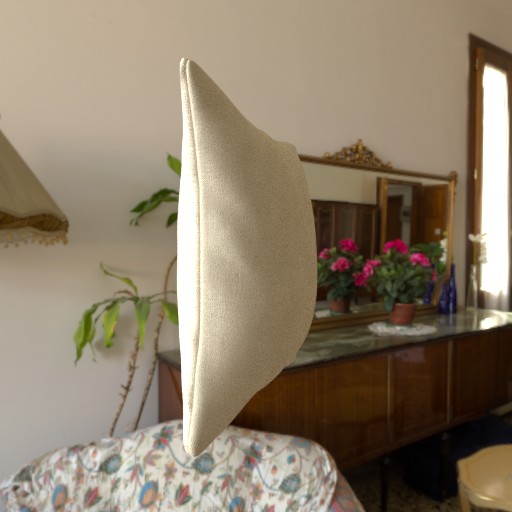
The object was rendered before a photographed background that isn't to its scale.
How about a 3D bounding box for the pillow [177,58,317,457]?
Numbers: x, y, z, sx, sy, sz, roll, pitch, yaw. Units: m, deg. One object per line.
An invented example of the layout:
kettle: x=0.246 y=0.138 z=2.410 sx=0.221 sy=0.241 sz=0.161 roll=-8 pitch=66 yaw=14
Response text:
pillow: x=0.000 y=0.000 z=0.661 sx=0.162 sy=0.420 sz=0.437 roll=1 pitch=2 yaw=19
